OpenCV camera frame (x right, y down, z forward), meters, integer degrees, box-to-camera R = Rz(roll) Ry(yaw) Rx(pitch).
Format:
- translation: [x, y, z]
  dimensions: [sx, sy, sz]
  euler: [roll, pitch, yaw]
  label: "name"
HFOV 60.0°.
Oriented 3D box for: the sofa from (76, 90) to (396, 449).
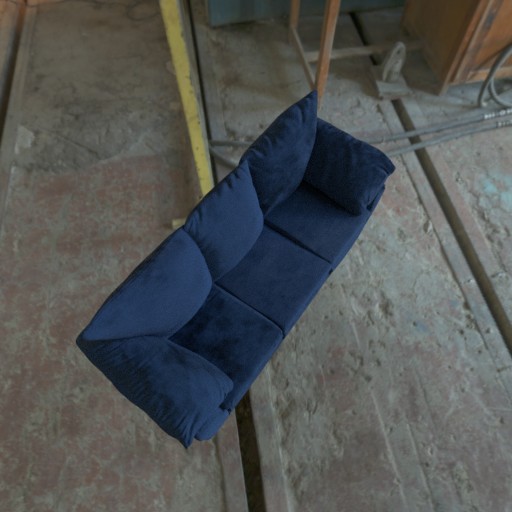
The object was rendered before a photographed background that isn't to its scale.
- translation: [0.000, 0.000, 2.973]
  dimensions: [0.907, 1.091, 2.390]
  euler: [31, 64, 17]
  label: "sofa"
